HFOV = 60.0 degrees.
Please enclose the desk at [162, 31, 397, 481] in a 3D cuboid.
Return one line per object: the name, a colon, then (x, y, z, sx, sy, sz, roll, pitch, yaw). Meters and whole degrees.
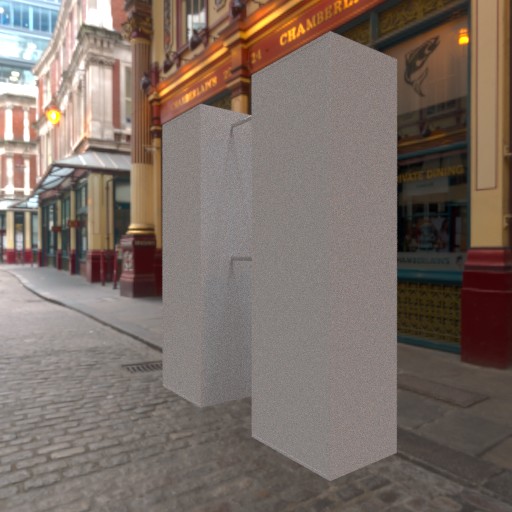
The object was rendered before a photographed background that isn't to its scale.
desk: (0.000, 0.000, 2.826, 0.480, 2.000, 1.770, 0, 0, -36)
